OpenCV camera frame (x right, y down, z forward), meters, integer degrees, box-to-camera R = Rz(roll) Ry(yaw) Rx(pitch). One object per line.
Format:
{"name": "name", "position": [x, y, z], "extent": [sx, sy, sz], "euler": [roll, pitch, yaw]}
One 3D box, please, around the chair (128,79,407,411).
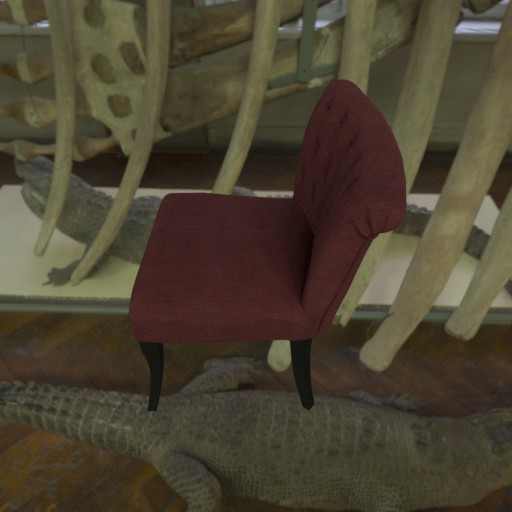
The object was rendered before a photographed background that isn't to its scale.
{"name": "chair", "position": [0.000, 0.000, 1.186], "extent": [0.605, 0.750, 0.582], "euler": [1, 41, 1]}
